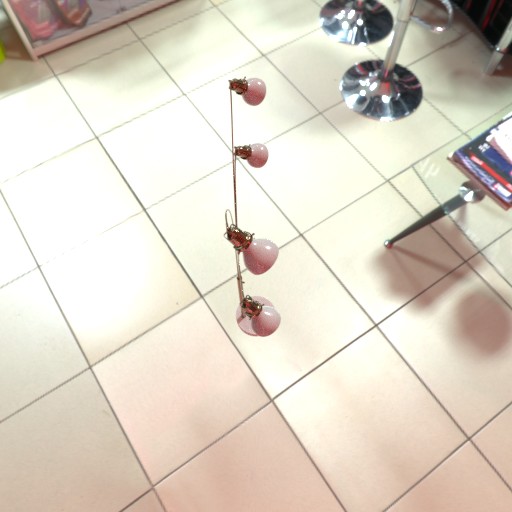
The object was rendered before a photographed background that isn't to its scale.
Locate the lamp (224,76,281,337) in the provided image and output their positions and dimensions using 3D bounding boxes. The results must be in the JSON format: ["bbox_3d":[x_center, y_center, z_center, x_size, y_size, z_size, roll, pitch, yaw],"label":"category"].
[{"bbox_3d":[0.000,0.000,2.915,0.361,2.423,1.405,-1,64,-1],"label":"lamp"}]
